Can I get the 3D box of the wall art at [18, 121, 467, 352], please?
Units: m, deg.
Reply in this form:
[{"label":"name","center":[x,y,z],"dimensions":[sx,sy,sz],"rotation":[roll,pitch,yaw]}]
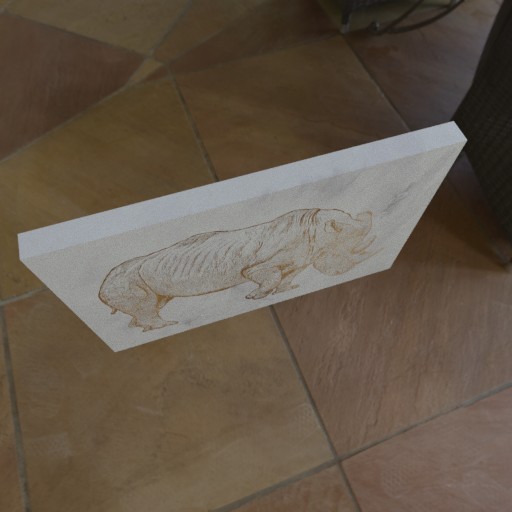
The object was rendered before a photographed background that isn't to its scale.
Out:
[{"label":"wall art","center":[0.000,0.000,0.764],"dimensions":[0.609,0.407,0.038],"rotation":[-16,63,-8]}]
